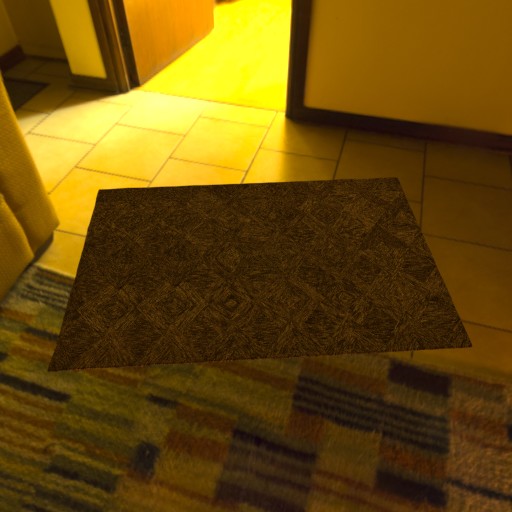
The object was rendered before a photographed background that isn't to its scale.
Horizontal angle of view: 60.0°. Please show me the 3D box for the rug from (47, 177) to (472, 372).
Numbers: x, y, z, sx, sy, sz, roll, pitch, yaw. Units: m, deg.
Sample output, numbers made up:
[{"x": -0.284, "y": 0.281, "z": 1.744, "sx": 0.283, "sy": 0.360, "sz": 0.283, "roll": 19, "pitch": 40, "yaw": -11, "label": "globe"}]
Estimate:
[{"x": 0.000, "y": 0.000, "z": 2.272, "sx": 1.808, "sy": 0.011, "sz": 1.189, "roll": -3, "pitch": 48, "yaw": -2, "label": "rug"}]
